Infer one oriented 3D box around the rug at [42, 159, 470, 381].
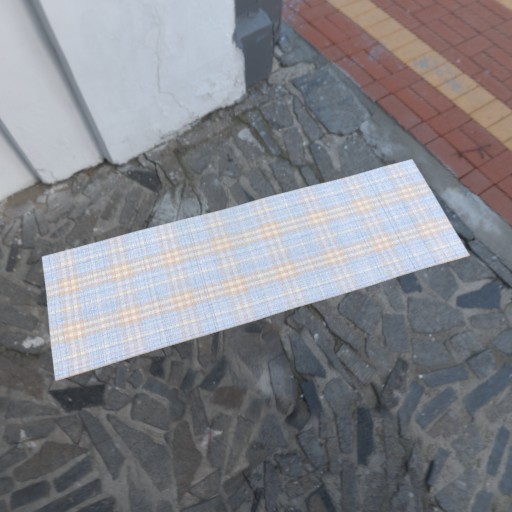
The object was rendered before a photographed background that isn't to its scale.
[{"bbox_3d":[0.000,0.000,2.643,2.439,0.013,0.762,-16,64,-8],"label":"rug"}]
